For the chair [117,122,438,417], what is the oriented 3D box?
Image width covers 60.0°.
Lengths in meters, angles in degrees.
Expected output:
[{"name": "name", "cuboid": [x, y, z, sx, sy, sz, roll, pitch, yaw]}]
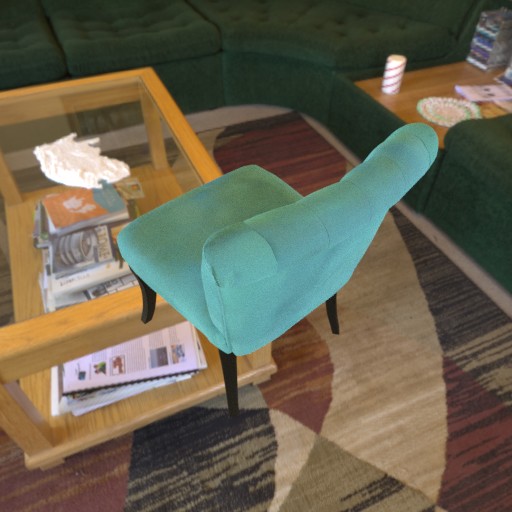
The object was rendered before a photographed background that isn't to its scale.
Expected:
[{"name": "chair", "cuboid": [0.000, 0.000, 1.167, 0.582, 0.750, 0.605, -32, 54, -27]}]
